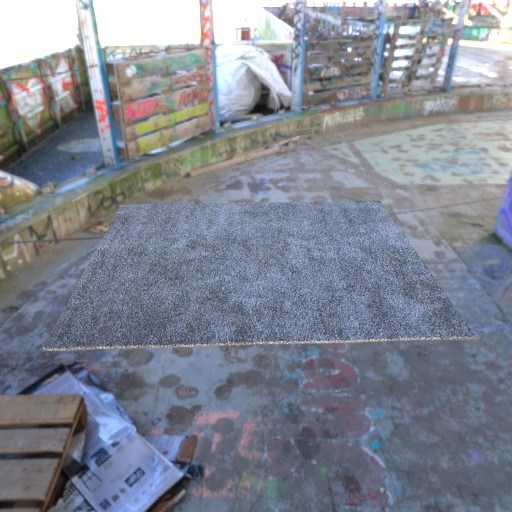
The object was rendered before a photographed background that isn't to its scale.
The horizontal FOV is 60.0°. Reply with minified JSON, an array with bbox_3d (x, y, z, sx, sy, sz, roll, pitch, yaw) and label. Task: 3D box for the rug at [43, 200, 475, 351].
[{"bbox_3d":[0.000,0.000,4.096,3.000,0.025,2.401,-1,31,-2],"label":"rug"}]
